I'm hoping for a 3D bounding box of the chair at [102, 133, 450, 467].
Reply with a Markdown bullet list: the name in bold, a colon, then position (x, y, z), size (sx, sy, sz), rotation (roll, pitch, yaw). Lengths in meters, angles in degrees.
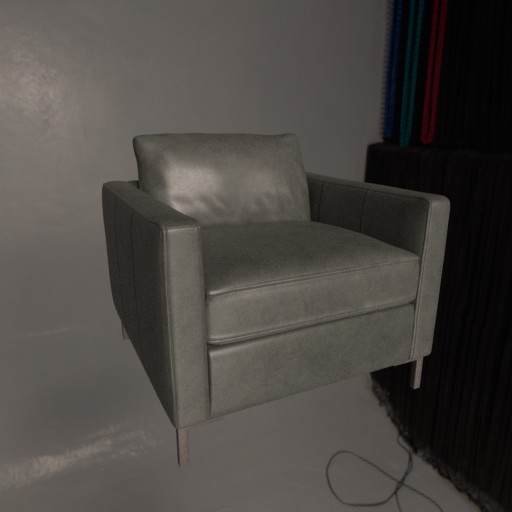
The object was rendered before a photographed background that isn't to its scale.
- **chair**: position (0.000, 0.000, 1.479), size (0.967, 0.824, 0.861), rotation (-8, 18, -25)
